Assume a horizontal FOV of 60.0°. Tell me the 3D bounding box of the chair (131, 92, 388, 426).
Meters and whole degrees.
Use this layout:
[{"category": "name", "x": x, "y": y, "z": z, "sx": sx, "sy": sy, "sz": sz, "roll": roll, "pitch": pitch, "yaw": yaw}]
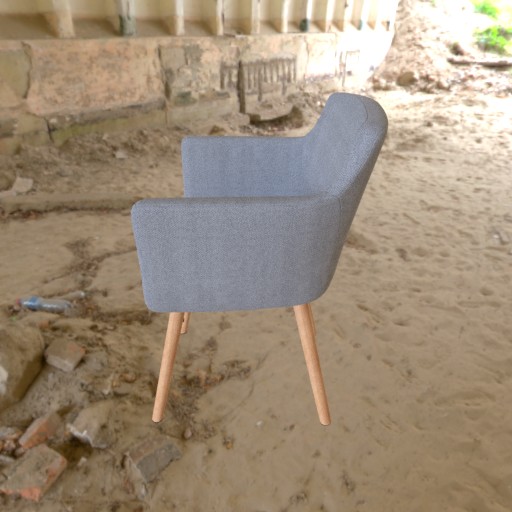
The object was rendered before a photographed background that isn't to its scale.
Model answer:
[{"category": "chair", "x": 0.000, "y": 0.000, "z": 1.151, "sx": 0.540, "sy": 0.780, "sz": 0.570, "roll": 1, "pitch": 27, "yaw": 1}]
